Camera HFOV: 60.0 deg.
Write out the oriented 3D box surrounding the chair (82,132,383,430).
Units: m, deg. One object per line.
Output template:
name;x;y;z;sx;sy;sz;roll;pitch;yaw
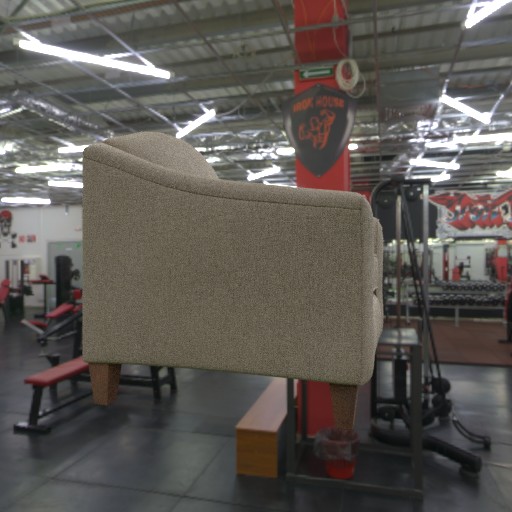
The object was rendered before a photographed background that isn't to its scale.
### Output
chair;0.000;0.000;1.460;0.787;0.839;0.763;0;0;18
